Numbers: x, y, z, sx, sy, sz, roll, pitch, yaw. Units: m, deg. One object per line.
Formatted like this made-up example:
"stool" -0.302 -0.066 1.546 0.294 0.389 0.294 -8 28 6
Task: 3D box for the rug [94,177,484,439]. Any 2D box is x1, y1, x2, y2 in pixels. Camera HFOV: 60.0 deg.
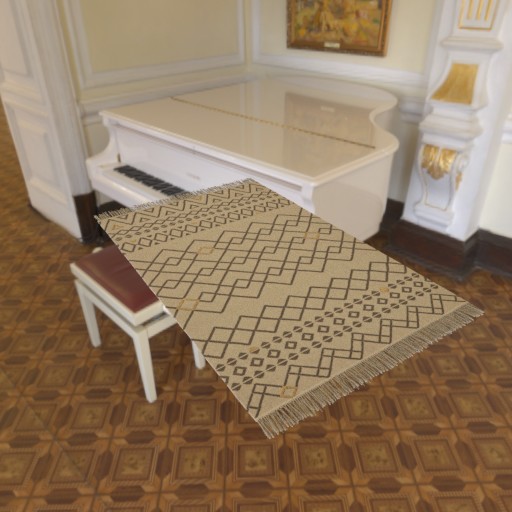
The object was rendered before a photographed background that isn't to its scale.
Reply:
"rug" 0.000 0.000 3.026 1.495 0.035 2.472 -19 36 -28
